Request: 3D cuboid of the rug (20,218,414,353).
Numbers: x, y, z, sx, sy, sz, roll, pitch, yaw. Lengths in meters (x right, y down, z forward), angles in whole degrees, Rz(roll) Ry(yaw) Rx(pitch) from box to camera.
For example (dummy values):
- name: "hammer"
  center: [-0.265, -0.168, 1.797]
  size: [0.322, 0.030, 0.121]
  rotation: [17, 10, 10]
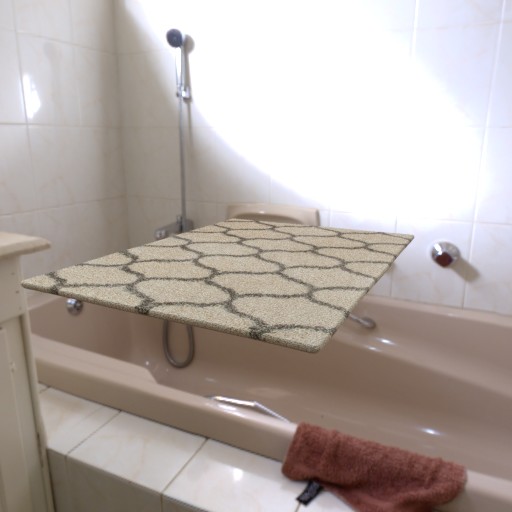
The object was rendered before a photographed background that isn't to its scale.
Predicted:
- name: "rug"
  center: [0.000, 0.000, 2.096]
  size: [1.200, 0.025, 1.600]
  rotation: [7, 16, 27]
